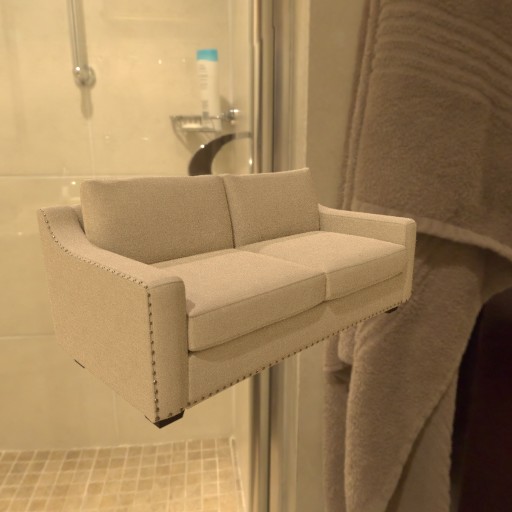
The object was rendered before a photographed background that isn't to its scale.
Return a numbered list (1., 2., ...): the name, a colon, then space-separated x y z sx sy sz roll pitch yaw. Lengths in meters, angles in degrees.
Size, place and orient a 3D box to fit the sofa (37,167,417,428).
1. sofa: 0.000 0.000 2.697 2.107 0.983 1.104 -13 19 -43
